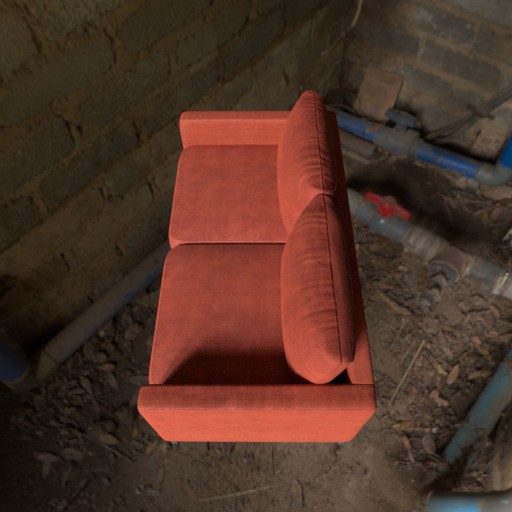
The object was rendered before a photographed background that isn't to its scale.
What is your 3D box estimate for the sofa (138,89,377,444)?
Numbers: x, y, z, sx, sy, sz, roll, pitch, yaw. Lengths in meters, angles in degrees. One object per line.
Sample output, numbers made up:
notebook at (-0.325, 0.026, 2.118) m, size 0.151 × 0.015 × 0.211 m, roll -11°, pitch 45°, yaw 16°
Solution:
sofa at (0.000, 0.000, 2.127) m, size 0.864 × 0.896 × 1.574 m, roll 0°, pitch 57°, yaw 0°
